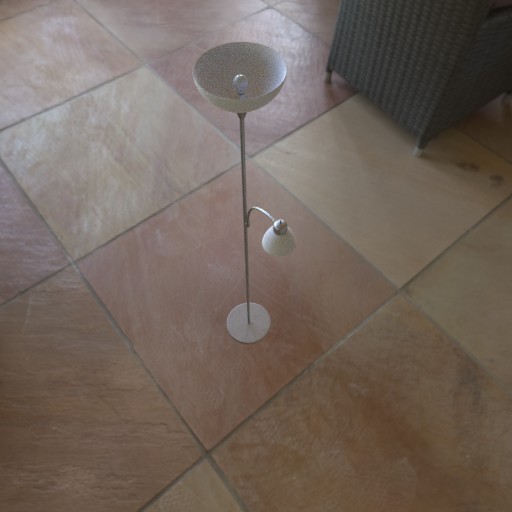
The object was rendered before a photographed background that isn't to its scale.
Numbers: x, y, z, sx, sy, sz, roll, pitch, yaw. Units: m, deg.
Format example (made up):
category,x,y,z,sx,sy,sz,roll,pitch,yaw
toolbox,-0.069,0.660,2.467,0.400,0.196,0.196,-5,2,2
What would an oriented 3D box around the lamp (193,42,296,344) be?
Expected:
category,x,y,z,sx,sy,sz,roll,pitch,yaw
lamp,0.000,0.000,1.996,0.279,1.804,0.425,-32,63,-18
